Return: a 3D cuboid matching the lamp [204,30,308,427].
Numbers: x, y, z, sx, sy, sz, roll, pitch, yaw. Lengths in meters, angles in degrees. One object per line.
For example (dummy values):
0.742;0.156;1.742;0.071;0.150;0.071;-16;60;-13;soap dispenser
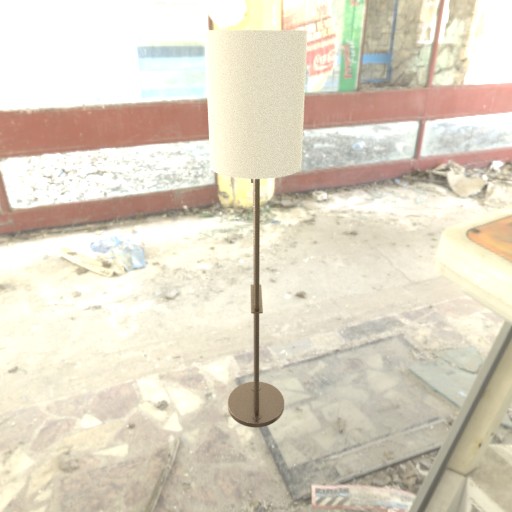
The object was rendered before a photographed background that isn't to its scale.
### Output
0.000;0.000;1.654;0.305;1.500;0.306;0;27;-1;lamp
